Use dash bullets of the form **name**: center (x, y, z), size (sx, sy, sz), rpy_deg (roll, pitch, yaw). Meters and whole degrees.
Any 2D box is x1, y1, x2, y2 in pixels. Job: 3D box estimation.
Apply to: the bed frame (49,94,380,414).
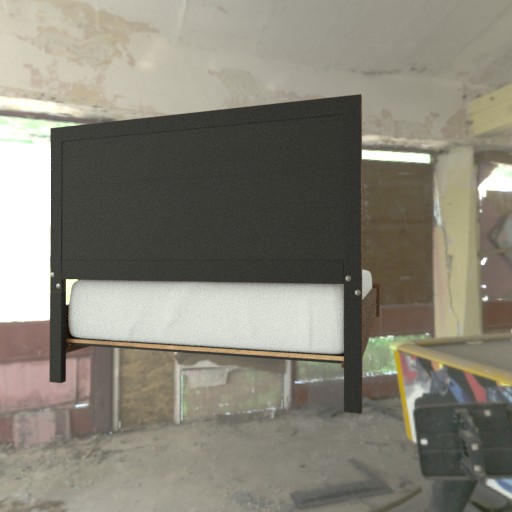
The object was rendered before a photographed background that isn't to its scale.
- **bed frame**: center (0.000, 0.000, 3.298), size (1.696, 1.417, 2.276), rpy_deg (0, 0, 18)
